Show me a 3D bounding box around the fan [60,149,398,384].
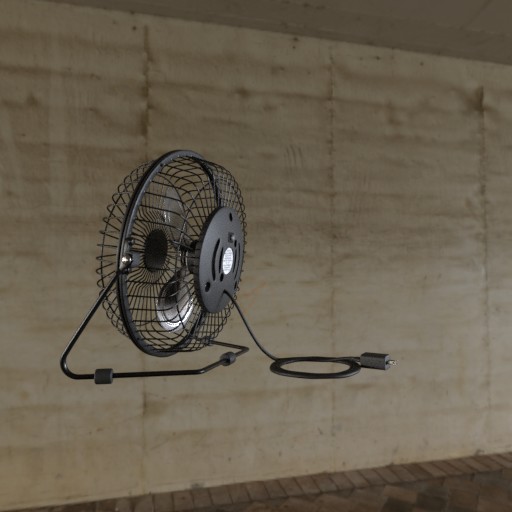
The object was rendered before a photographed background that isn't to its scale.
[{"bbox_3d":[0.000,0.000,0.378,0.227,0.188,0.209,-1,-3,18],"label":"fan"}]
